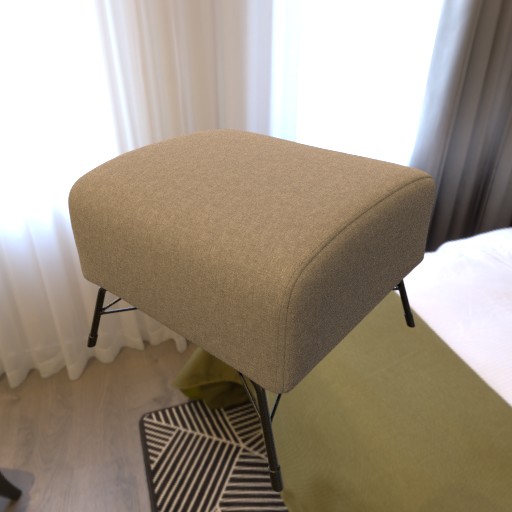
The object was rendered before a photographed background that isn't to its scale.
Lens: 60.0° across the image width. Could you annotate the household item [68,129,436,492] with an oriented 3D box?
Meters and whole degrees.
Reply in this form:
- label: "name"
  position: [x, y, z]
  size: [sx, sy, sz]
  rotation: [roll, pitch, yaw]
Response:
- label: "household item"
  position: [0.000, 0.000, 0.897]
  size: [0.530, 0.410, 0.530]
  rotation: [23, 37, 34]
